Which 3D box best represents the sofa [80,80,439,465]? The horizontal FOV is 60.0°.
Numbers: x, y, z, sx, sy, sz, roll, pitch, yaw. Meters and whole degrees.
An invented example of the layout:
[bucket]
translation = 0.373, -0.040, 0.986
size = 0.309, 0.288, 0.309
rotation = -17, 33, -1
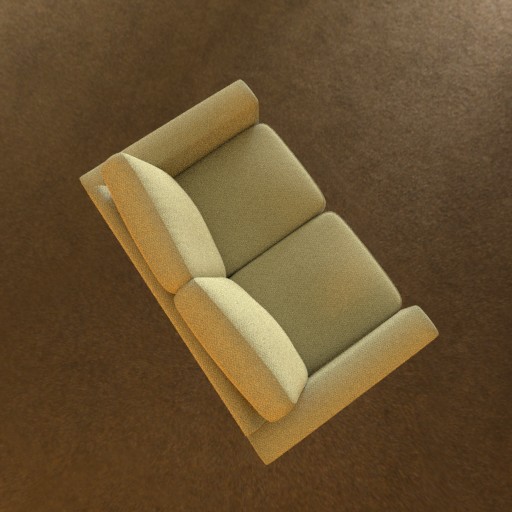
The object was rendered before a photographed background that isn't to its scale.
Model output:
[sofa]
translation = 0.000, 0.000, 2.221
size = 1.016, 0.873, 1.616
rotation = -34, 79, -7
